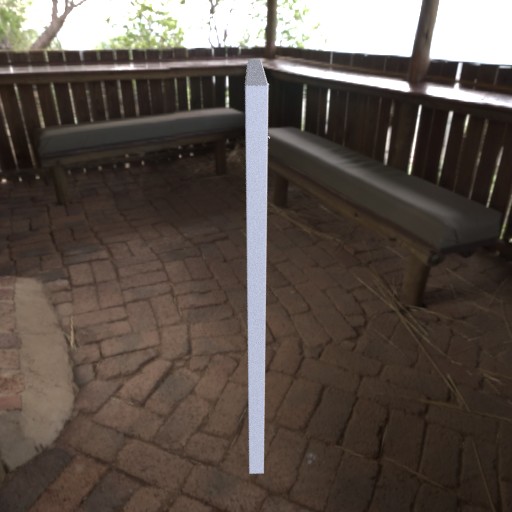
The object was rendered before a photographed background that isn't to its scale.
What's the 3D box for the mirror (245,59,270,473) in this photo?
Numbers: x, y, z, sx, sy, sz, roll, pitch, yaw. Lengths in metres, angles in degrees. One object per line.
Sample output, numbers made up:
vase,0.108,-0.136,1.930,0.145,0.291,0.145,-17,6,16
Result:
mirror,0.000,0.000,1.173,0.041,0.914,0.609,0,27,0
